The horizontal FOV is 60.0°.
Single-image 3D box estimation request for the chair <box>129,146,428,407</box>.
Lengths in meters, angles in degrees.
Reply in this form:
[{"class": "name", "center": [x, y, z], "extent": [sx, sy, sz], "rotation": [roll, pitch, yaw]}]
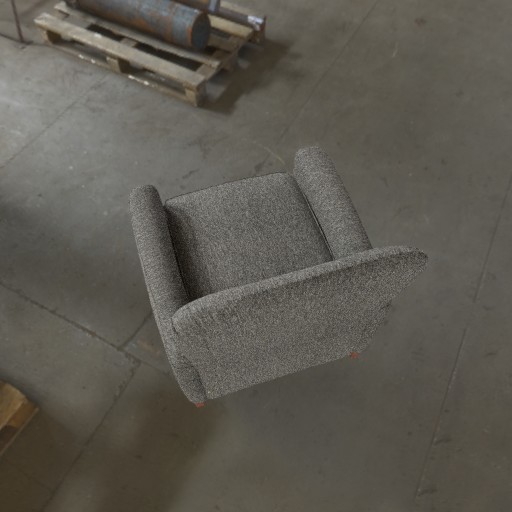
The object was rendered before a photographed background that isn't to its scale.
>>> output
[{"class": "chair", "center": [0.000, 0.000, 1.688], "extent": [0.848, 1.014, 0.864], "rotation": [-15, 59, -9]}]
